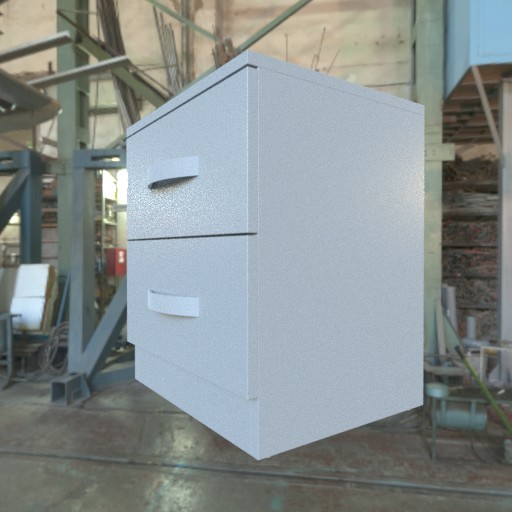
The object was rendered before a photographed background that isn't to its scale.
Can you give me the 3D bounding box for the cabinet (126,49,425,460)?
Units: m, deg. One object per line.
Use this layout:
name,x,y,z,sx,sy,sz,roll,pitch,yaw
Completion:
cabinet,0.000,0.000,0.752,0.360,0.470,0.400,-1,1,-35
